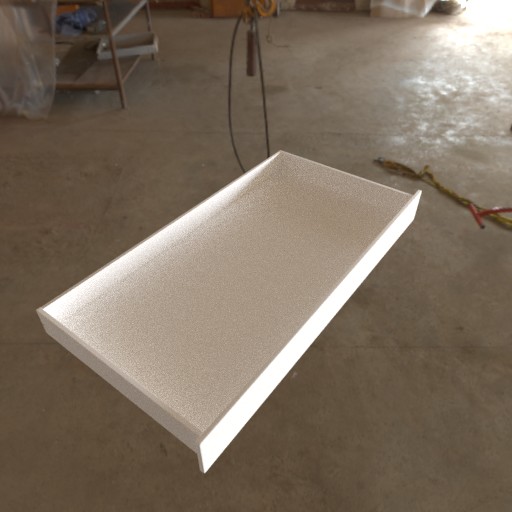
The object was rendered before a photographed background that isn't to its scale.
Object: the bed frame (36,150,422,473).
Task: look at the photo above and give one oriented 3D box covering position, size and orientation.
[{"bbox_3d":[0.000,0.000,1.560,0.670,0.141,1.300,26,47,27],"label":"bed frame"}]
